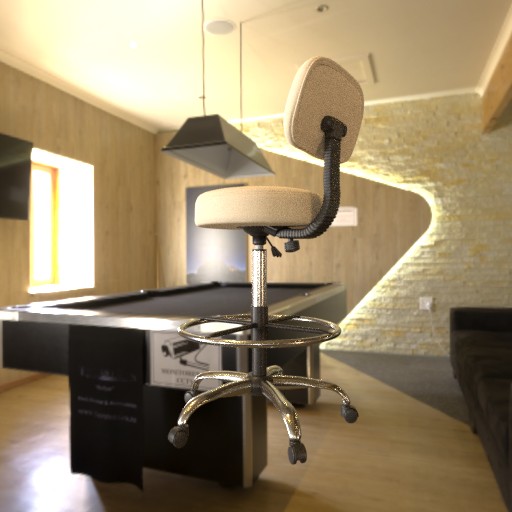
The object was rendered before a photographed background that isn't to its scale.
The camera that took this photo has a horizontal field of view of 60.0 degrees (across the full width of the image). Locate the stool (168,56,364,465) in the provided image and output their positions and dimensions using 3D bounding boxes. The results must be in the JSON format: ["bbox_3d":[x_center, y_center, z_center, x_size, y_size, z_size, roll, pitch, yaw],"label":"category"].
[{"bbox_3d":[0.000,0.000,1.442,0.616,1.080,0.609,0,1,35],"label":"stool"}]
